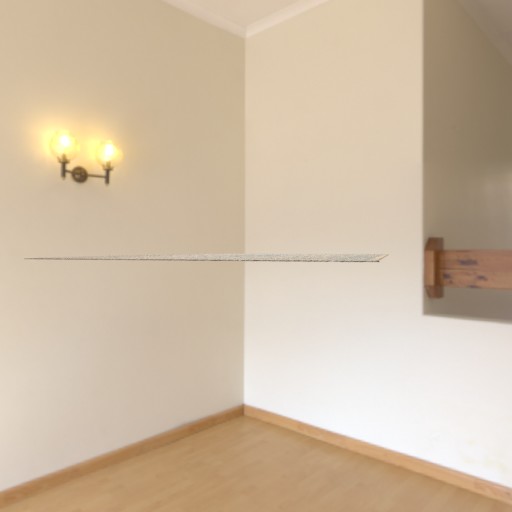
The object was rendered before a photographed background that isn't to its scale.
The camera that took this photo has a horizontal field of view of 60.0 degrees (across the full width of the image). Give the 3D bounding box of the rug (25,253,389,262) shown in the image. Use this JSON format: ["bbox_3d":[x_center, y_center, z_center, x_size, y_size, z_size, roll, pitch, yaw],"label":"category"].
[{"bbox_3d":[0.000,0.000,4.358,2.464,0.010,3.327,0,1,18],"label":"rug"}]
